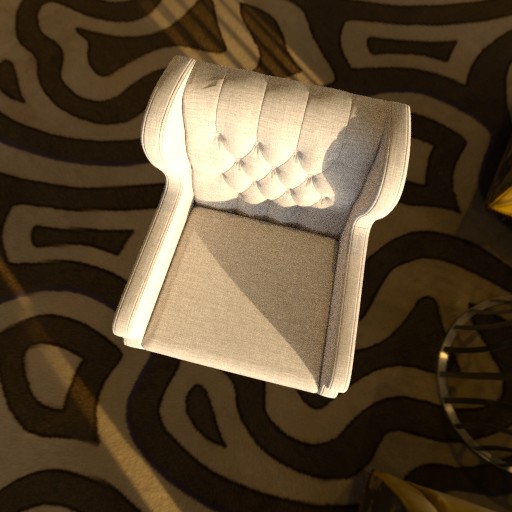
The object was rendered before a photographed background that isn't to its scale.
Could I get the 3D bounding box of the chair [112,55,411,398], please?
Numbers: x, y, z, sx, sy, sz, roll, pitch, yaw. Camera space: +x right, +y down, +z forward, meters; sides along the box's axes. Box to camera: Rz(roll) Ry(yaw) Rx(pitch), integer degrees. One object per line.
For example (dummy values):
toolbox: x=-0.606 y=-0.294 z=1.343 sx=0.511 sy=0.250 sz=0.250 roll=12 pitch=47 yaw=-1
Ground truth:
chair: x=0.000 y=0.000 z=1.460 sx=0.710 sy=0.930 sz=0.760 roll=13 pitch=76 yaw=3
